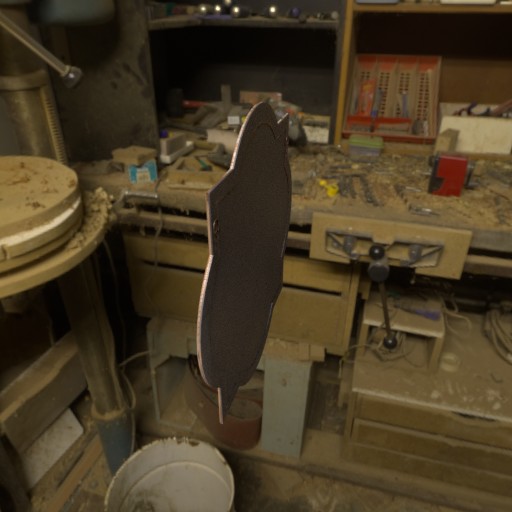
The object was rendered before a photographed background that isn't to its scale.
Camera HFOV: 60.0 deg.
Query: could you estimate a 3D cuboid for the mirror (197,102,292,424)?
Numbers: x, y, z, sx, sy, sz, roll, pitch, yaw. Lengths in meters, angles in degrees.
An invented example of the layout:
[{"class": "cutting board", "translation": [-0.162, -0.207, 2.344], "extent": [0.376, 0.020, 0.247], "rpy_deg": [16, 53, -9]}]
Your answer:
[{"class": "mirror", "translation": [0.000, 0.000, 1.061], "extent": [0.019, 0.686, 0.686], "rpy_deg": [9, 32, 14]}]
